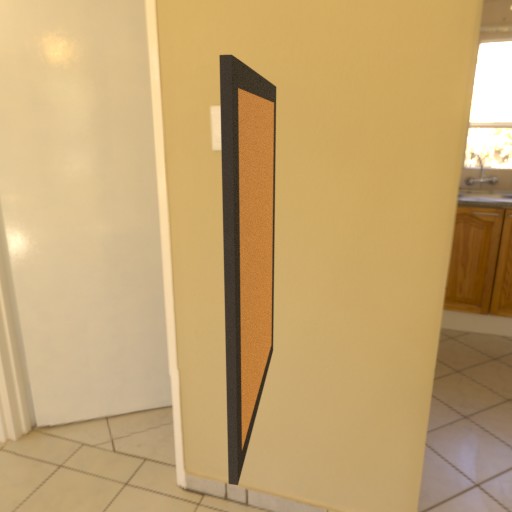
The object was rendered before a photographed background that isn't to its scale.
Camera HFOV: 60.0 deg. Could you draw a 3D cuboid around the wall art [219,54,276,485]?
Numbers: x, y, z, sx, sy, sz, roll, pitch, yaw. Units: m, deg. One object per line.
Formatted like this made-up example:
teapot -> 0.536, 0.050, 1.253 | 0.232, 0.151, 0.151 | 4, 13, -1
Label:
wall art -> 0.000, 0.000, 0.703 | 0.013, 0.534, 0.380 | 3, 16, 9
